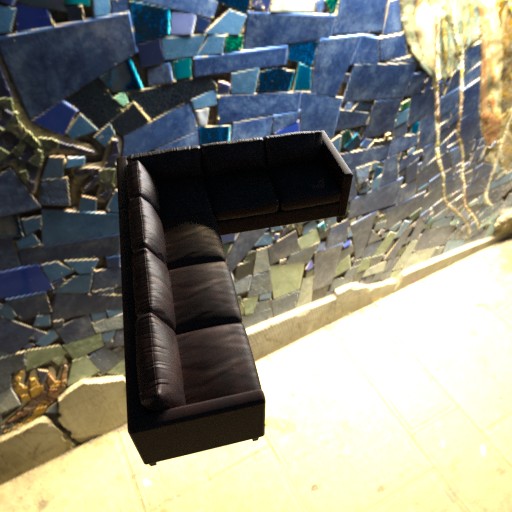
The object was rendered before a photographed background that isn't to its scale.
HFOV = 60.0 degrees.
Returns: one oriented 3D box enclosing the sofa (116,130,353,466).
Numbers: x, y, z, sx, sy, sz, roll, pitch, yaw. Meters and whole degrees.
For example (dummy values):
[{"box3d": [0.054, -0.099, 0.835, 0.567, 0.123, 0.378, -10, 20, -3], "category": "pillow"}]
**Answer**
[{"box3d": [0.000, 0.000, 4.231, 2.438, 0.836, 3.152, -10, 47, -9], "category": "sofa"}]
